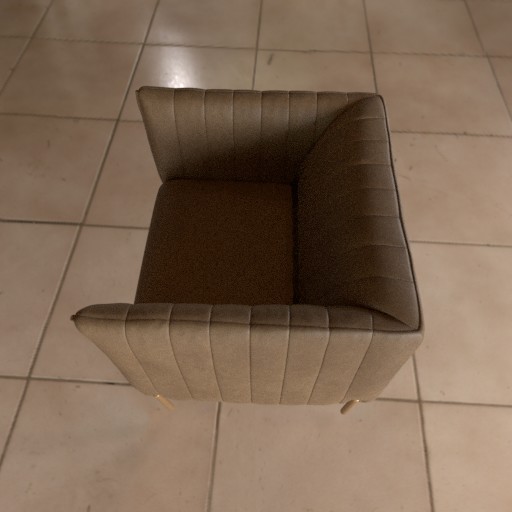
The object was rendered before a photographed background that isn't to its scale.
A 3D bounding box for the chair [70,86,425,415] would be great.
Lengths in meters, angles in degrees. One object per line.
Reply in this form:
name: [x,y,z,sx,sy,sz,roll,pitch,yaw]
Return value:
chair: [0.000,0.000,1.614,0.876,0.779,0.981,2,58,1]
